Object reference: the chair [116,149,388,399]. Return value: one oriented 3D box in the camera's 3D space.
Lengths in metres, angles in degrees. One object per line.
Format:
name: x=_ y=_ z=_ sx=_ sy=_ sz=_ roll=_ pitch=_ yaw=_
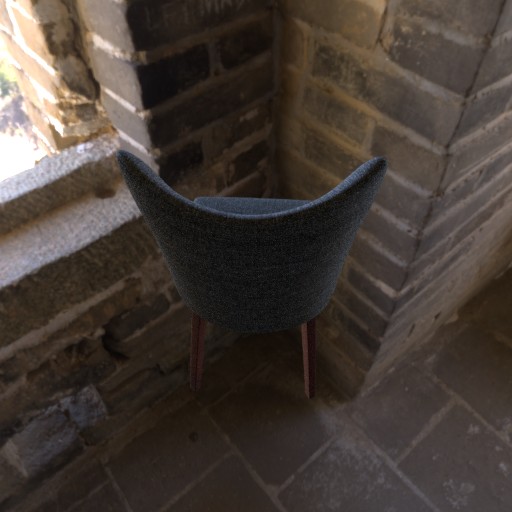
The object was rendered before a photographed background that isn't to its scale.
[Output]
chair: x=0.000 y=0.000 z=1.309 sx=0.535 sy=0.924 sz=0.623 roll=3 pitch=46 yaw=2
